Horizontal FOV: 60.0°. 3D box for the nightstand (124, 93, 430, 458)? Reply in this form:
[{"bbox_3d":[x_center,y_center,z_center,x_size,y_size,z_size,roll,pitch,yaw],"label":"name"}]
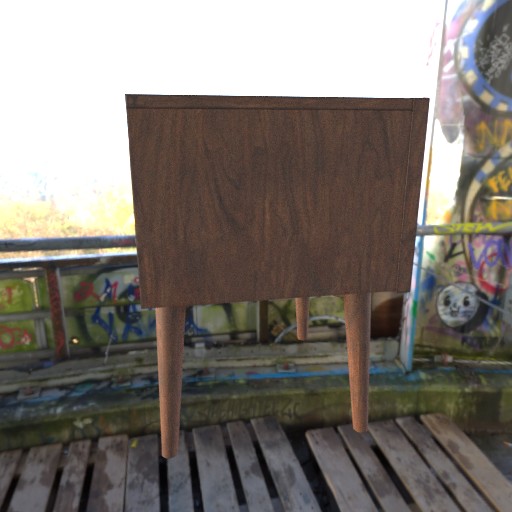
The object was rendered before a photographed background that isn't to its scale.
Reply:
[{"bbox_3d":[0.000,0.000,0.940,0.445,0.607,0.521,-3,16,-10],"label":"nightstand"}]
